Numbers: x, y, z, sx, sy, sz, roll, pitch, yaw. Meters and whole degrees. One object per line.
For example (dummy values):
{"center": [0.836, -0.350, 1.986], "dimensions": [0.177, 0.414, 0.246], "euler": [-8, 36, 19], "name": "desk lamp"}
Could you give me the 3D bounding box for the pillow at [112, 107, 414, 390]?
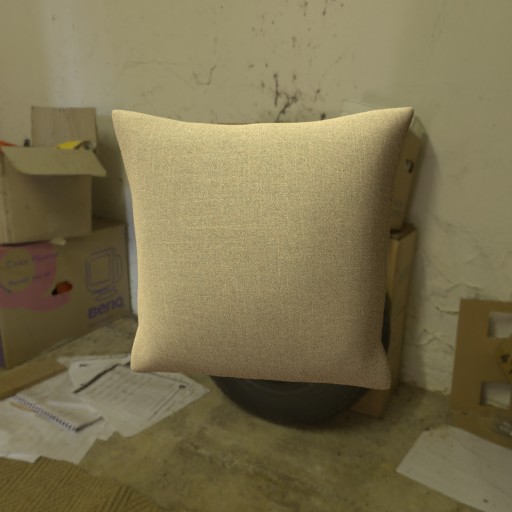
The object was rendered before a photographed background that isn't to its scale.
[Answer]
{"center": [0.000, 0.000, 0.800], "dimensions": [0.512, 0.506, 0.178], "euler": [2, 15, 7], "name": "pillow"}
